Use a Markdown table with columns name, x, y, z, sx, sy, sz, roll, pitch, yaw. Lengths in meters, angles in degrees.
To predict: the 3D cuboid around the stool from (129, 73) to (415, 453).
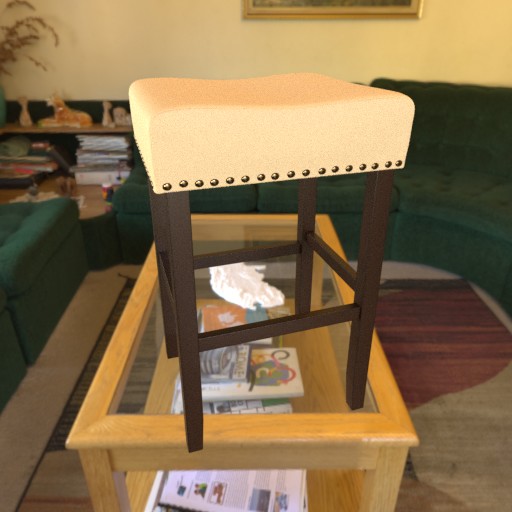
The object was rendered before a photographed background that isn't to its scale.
| name | x | y | z | sx | sy | sz | roll | pitch | yaw |
| --- | --- | --- | --- | --- | --- | --- | --- | --- | --- |
| stool | 0.000 | 0.000 | 1.046 | 0.471 | 0.762 | 0.401 | -9 | 29 | -16 |
